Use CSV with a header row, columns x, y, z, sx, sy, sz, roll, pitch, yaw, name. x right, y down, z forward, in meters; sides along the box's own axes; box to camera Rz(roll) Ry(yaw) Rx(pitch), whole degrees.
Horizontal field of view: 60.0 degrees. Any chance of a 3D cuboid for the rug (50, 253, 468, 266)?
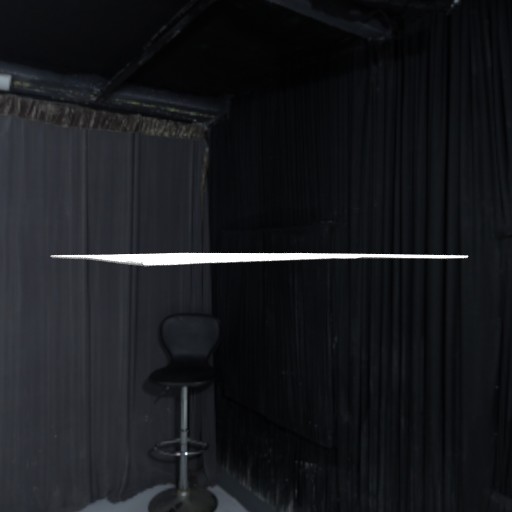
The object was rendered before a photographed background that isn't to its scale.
x,y,z,sx,sy,sz,roll,pitch,yaw,name
0.000,0.000,5.015,3.778,0.053,2.873,-1,1,-35,rug
